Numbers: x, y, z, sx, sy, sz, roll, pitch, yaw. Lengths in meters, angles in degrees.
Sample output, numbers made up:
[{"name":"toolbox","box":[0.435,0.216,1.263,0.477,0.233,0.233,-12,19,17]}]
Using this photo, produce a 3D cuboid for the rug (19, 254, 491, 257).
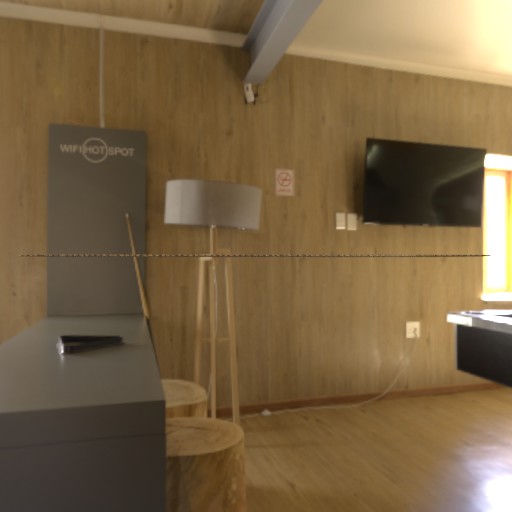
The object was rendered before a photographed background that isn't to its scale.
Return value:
[{"name":"rug","box":[0.000,0.000,2.465,2.286,0.008,0.686,0,0,-1]}]
